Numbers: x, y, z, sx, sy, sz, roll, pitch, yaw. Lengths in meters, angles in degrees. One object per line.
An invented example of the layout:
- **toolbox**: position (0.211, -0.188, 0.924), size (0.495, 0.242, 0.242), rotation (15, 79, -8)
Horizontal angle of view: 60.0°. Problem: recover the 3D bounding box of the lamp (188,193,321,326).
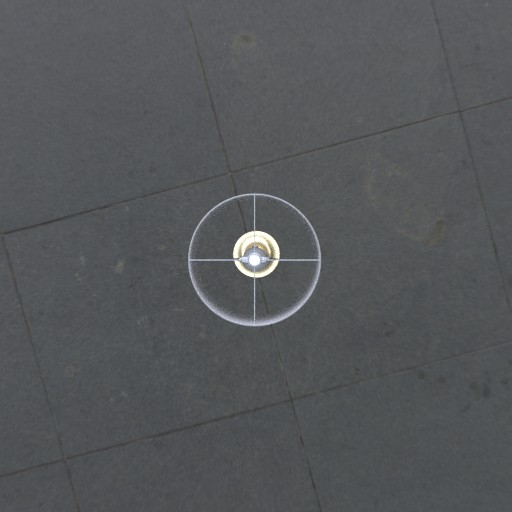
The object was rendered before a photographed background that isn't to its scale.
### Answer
- **lamp**: position (0.000, 0.000, 1.674), size (0.337, 1.543, 0.337), rotation (0, 91, 0)
